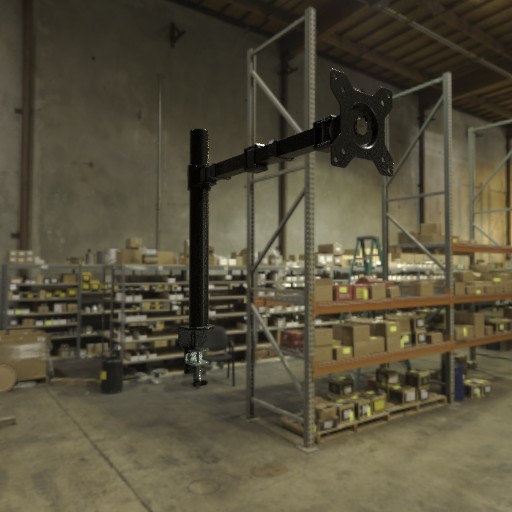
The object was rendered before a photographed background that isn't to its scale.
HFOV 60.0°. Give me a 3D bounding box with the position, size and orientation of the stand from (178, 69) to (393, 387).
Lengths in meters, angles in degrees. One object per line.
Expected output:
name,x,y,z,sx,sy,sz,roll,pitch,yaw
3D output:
stand,0.000,0.000,0.730,0.115,0.510,0.456,1,-2,-36
